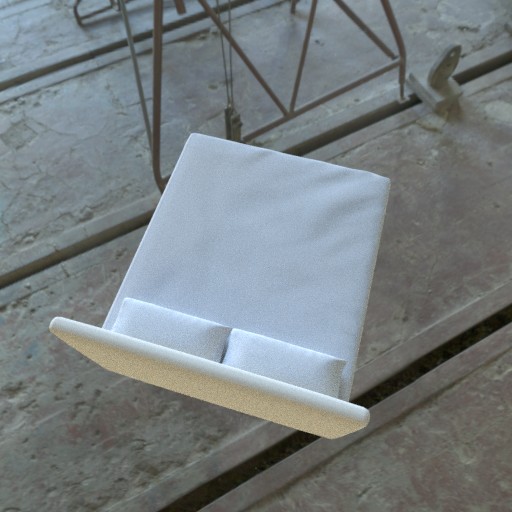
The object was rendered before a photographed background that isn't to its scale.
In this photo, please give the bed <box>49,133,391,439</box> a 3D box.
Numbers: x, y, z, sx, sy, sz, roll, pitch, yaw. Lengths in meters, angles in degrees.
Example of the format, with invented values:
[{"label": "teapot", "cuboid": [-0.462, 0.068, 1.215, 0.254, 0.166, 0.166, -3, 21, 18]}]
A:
[{"label": "bed", "cuboid": [0.000, 0.000, 3.697, 2.119, 1.317, 2.341, 15, 65, 7]}]
